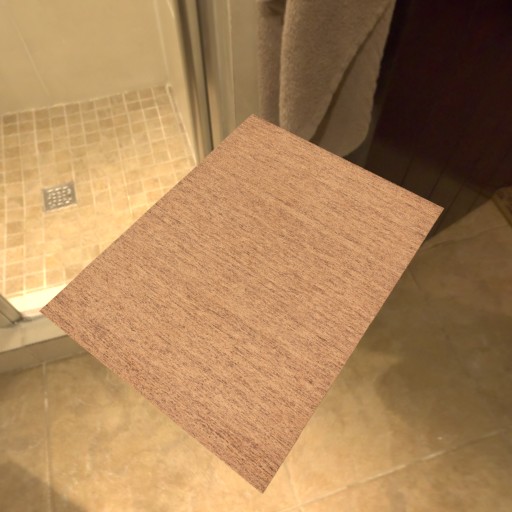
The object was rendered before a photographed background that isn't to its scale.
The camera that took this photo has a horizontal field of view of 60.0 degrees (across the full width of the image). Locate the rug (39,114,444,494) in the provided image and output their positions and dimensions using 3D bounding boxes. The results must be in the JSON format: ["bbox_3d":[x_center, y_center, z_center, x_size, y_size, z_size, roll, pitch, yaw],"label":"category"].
[{"bbox_3d":[0.000,0.000,4.248,2.448,0.013,3.205,32,63,18],"label":"rug"}]
